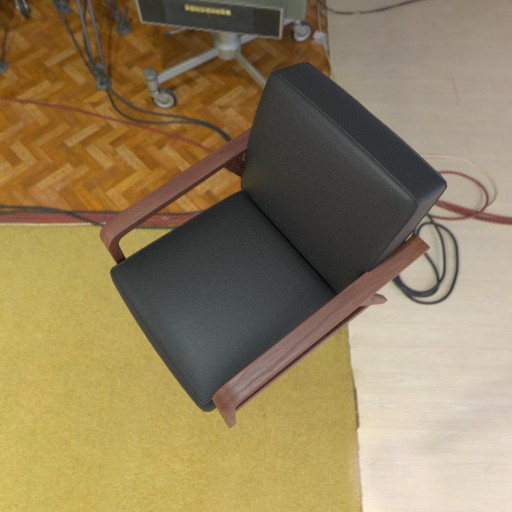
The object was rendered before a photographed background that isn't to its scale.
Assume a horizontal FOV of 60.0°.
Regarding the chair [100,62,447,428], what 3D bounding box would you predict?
[{"bbox_3d":[0.000,0.000,1.502,0.889,0.861,0.719,-35,69,-16],"label":"chair"}]
